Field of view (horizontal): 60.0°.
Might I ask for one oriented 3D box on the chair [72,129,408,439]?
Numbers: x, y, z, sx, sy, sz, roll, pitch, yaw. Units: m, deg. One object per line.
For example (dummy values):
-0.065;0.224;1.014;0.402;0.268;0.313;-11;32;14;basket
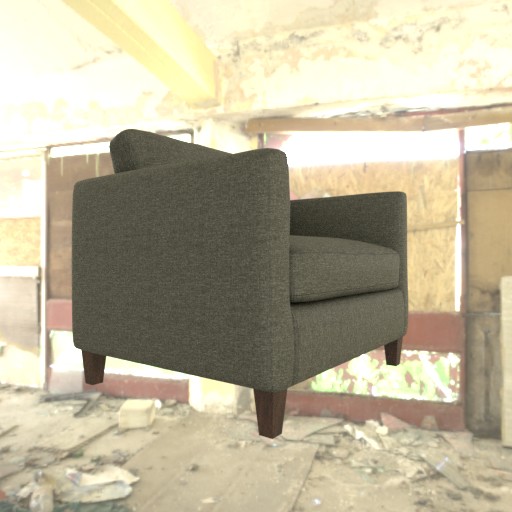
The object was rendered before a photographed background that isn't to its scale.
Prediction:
0.000;0.000;1.814;0.959;0.963;1.107;0;0;37;chair
